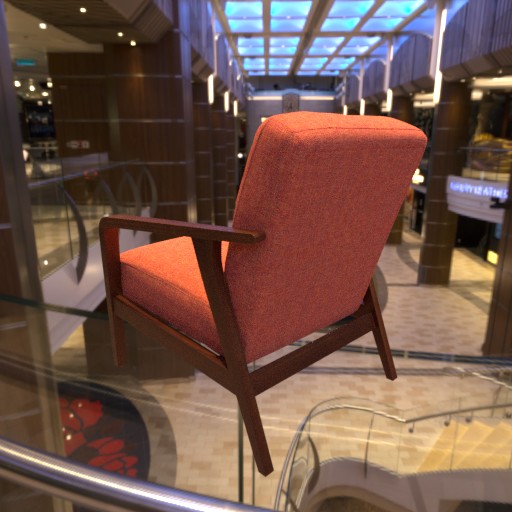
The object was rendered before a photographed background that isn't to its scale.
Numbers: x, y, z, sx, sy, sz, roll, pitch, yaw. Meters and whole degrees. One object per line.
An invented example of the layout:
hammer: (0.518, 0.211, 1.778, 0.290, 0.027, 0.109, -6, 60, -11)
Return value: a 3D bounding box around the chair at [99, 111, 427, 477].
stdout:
chair: (0.000, 0.000, 1.484, 0.719, 0.890, 0.860, -15, 21, -43)
